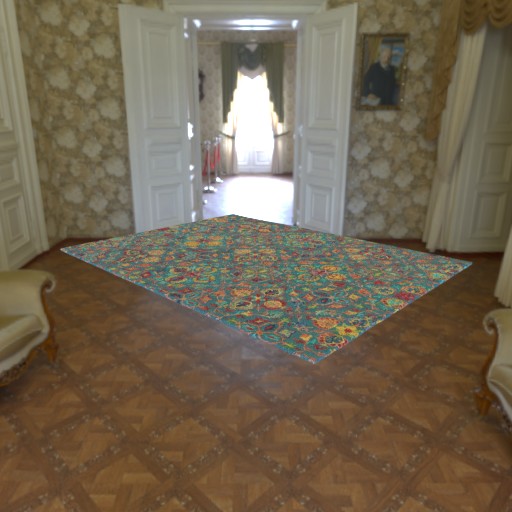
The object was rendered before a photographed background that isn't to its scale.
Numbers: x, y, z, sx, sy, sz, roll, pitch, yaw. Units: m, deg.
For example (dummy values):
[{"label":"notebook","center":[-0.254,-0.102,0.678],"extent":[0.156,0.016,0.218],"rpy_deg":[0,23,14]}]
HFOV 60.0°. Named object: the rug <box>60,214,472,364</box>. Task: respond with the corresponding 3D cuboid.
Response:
[{"label":"rug","center":[0.000,0.000,4.301],"extent":[3.204,0.025,2.434],"rpy_deg":[16,23,41]}]
